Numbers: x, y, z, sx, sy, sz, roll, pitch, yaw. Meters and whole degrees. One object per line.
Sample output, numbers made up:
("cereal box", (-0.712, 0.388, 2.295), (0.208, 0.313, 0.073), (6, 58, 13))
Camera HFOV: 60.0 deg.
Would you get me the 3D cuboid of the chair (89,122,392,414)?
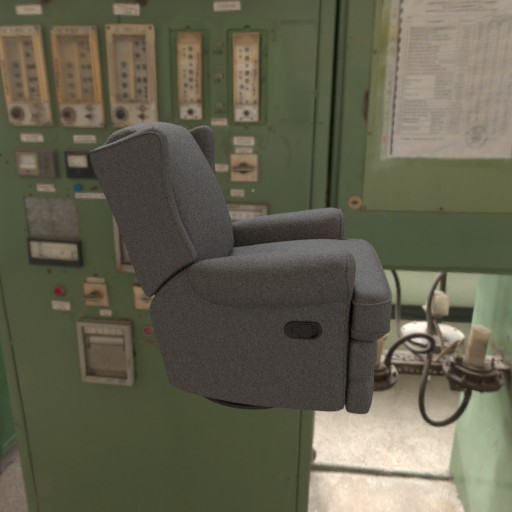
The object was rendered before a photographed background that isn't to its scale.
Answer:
("chair", (0.000, 0.000, 1.746), (0.969, 1.011, 0.847), (2, 17, 8))
